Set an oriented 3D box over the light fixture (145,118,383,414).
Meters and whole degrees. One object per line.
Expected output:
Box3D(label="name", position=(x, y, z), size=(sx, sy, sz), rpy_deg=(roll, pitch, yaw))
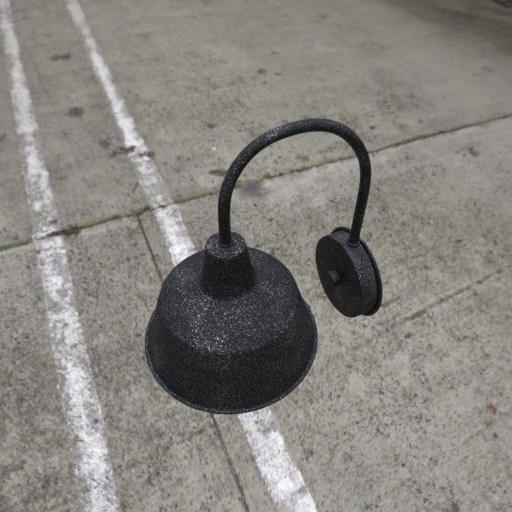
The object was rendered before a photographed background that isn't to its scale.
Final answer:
Box3D(label="light fixture", position=(0.000, 0.000, 0.480), size=(0.283, 0.300, 0.216), rpy_deg=(-18, 48, -17))
